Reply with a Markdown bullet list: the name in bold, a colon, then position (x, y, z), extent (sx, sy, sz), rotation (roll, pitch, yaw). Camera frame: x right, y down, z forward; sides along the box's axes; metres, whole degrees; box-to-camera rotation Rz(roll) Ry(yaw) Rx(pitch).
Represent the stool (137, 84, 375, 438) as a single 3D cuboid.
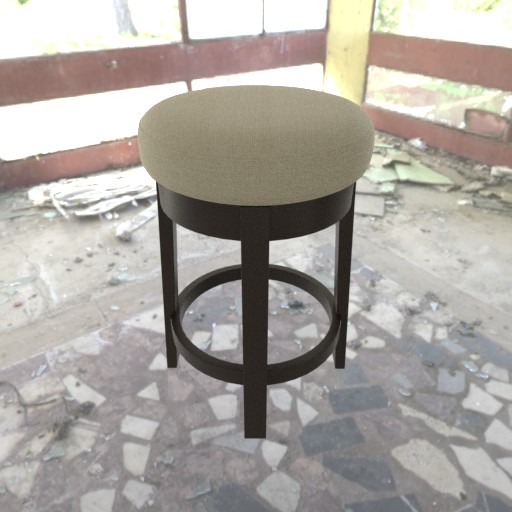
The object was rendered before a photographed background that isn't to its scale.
- **stool**: position (0.000, 0.000, 0.968), extent (0.449, 0.655, 0.449), rotation (0, 32, 0)
